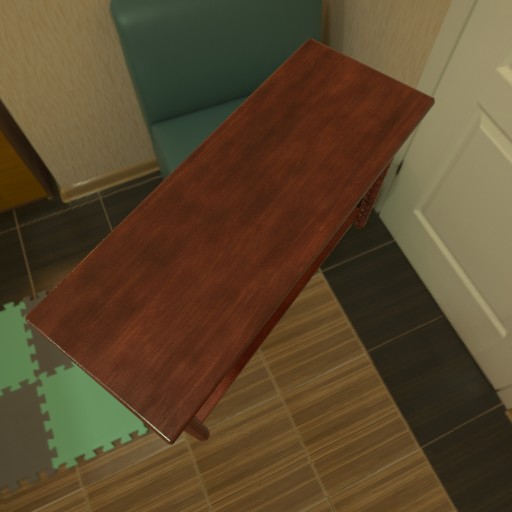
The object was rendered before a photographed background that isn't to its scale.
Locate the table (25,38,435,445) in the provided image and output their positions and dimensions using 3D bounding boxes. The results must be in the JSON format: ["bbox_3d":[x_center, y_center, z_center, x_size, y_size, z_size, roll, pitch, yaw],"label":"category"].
[{"bbox_3d":[0.000,0.000,1.491,0.459,0.740,1.184,34,68,15],"label":"table"}]
